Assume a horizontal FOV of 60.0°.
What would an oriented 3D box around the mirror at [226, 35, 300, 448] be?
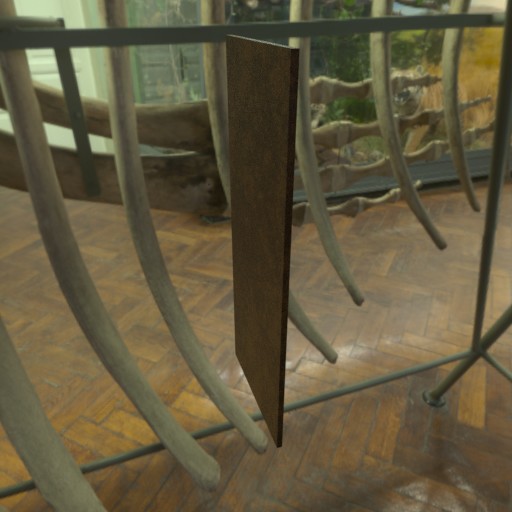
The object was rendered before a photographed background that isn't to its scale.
[{"bbox_3d":[0.000,0.000,2.317,0.032,2.031,0.812,-10,31,-16],"label":"mirror"}]
